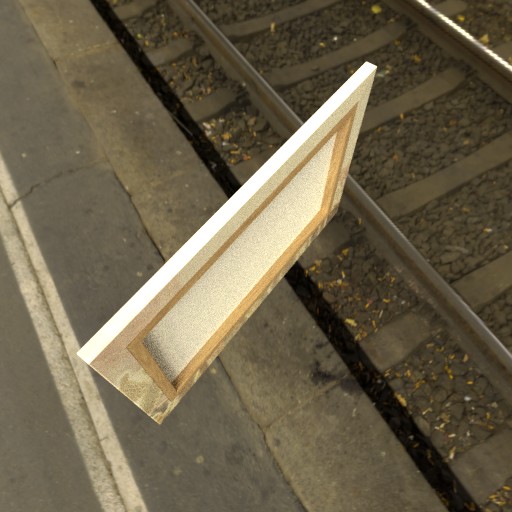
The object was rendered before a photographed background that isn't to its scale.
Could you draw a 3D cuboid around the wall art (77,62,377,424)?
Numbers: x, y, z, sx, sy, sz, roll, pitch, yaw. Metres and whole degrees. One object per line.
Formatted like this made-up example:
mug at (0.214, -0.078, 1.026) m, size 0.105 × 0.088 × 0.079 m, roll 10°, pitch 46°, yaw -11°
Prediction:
wall art at (0.000, 0.000, 1.445) m, size 0.041 × 0.758 × 1.142 m, roll 34°, pitch 66°, yaw 17°
